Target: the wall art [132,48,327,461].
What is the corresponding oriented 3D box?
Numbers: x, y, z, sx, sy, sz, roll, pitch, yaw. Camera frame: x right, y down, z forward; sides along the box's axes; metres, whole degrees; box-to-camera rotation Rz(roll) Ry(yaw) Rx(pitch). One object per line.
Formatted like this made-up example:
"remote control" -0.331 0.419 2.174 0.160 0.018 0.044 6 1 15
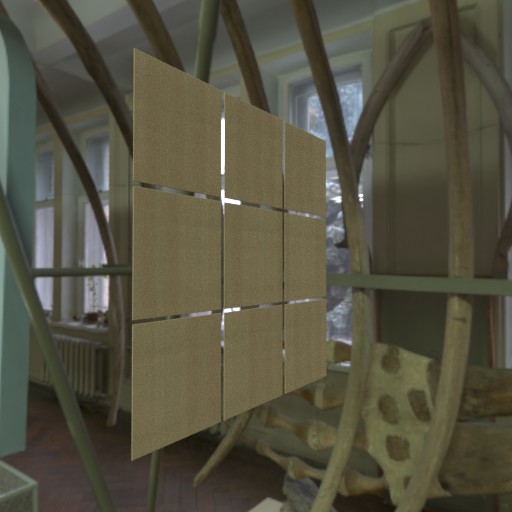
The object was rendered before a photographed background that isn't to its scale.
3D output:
"wall art" 0.000 0.000 2.227 0.002 1.505 1.517 -1 -1 36
